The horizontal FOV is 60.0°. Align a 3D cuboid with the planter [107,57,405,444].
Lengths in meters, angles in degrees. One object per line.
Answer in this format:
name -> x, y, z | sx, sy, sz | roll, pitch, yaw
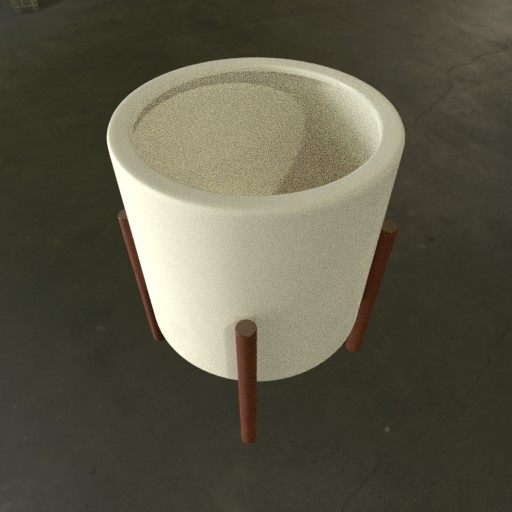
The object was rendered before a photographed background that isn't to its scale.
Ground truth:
planter -> 0.000, 0.000, 0.846 | 0.420, 0.581, 0.421 | -30, 53, -25
